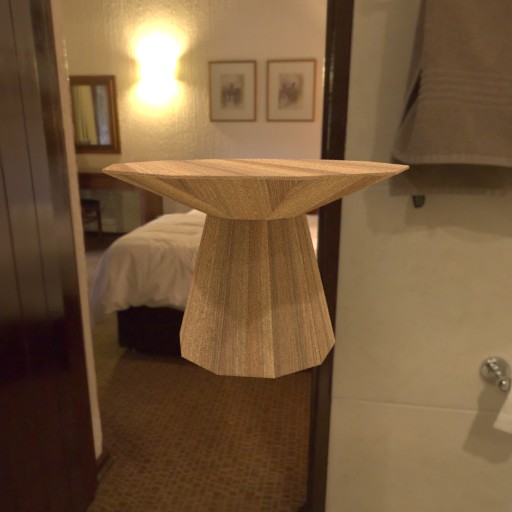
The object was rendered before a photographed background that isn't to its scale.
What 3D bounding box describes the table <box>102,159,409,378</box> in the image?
[{"bbox_3d":[0.000,0.000,1.864,1.186,0.752,1.186,0,15,0],"label":"table"}]
